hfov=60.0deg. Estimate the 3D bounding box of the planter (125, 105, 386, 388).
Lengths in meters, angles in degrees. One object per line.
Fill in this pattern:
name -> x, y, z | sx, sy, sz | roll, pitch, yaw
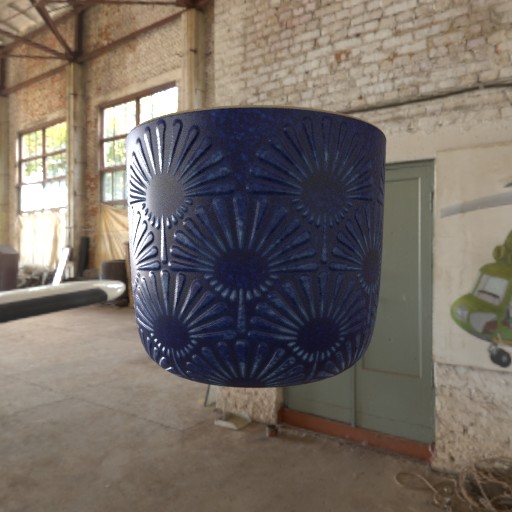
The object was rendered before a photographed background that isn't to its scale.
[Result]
planter -> 0.000, 0.000, 0.220 | 0.124, 0.109, 0.124 | 0, 0, 0
